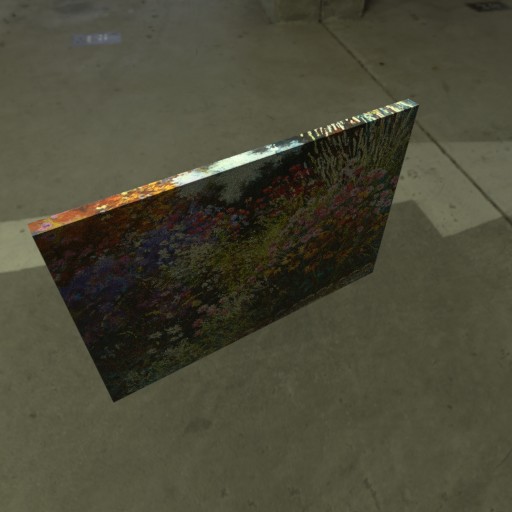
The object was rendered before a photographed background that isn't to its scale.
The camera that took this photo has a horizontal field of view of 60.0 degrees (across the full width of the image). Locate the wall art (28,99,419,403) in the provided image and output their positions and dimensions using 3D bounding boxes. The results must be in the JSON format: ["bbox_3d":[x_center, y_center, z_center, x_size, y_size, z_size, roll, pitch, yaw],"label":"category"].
[{"bbox_3d":[0.000,0.000,1.141,0.908,0.604,0.037,-23,50,-21],"label":"wall art"}]
